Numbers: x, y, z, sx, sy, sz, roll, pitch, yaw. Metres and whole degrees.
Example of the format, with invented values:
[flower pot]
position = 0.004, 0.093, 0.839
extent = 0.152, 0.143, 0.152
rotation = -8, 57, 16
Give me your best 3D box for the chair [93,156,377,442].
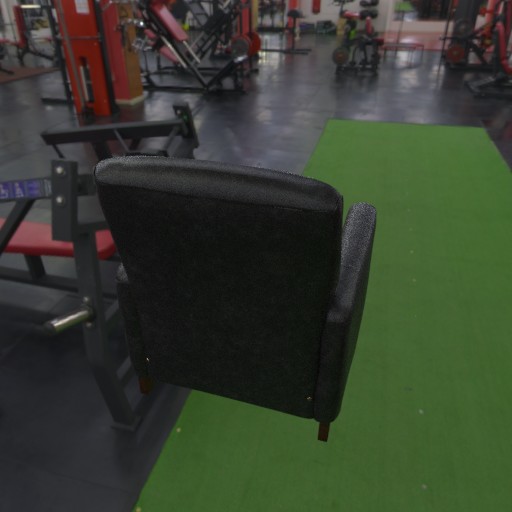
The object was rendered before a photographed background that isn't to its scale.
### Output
[chair]
position = 0.000, 0.000, 1.690
extent = 0.848, 1.014, 0.864
rotation = 9, 32, 15
